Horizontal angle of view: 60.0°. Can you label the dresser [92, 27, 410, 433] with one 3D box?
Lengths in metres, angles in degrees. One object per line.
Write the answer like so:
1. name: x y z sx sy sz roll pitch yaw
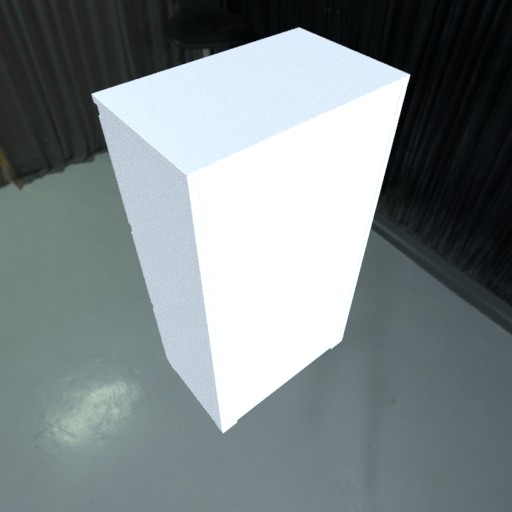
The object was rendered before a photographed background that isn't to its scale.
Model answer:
1. dresser: 0.000 0.000 1.485 0.650 1.190 0.400 -31 54 -26
